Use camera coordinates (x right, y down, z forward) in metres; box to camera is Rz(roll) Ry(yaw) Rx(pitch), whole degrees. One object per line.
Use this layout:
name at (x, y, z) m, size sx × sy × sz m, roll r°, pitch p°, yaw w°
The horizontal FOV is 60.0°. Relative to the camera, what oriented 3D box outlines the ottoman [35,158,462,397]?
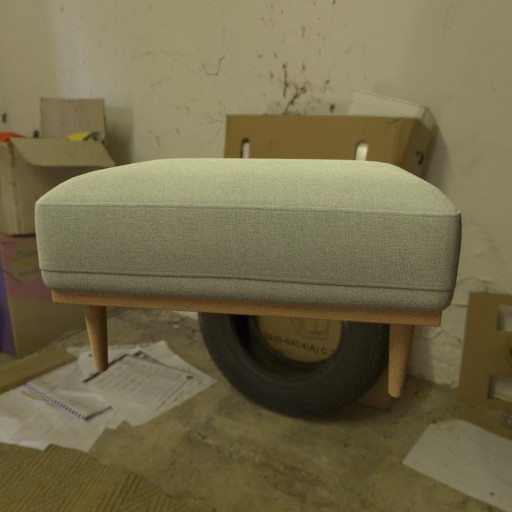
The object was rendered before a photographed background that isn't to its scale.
ottoman at (0.000, 0.000, 1.024) m, size 0.749 × 0.428 × 0.549 m, roll 2°, pitch 16°, yaw 8°
